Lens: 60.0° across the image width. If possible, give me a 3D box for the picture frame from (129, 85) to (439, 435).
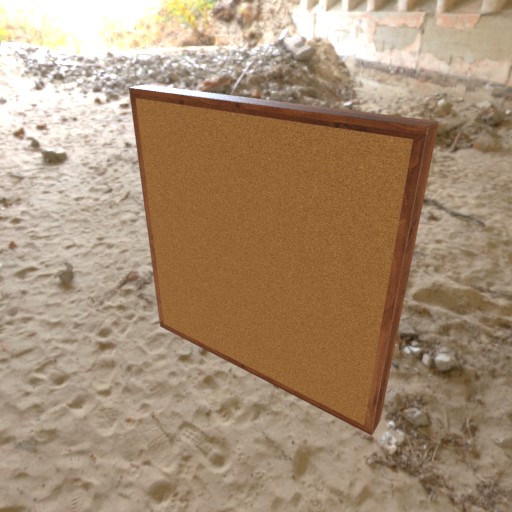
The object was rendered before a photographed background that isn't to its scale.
[{"bbox_3d":[0.000,0.000,0.531,0.352,0.356,0.028,19,34,31],"label":"picture frame"}]
